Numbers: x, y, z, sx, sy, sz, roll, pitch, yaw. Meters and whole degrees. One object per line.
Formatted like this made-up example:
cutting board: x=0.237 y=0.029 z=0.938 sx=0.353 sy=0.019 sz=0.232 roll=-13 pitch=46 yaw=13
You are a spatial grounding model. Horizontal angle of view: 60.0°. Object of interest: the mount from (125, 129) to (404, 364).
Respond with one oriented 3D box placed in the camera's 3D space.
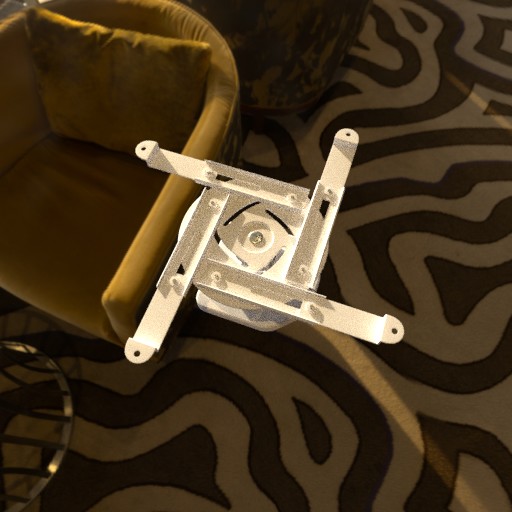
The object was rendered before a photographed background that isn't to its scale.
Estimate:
mount: x=0.000 y=0.000 z=0.608 sx=0.394 sy=0.141 sz=0.394 roll=18 pitch=65 yaw=9
